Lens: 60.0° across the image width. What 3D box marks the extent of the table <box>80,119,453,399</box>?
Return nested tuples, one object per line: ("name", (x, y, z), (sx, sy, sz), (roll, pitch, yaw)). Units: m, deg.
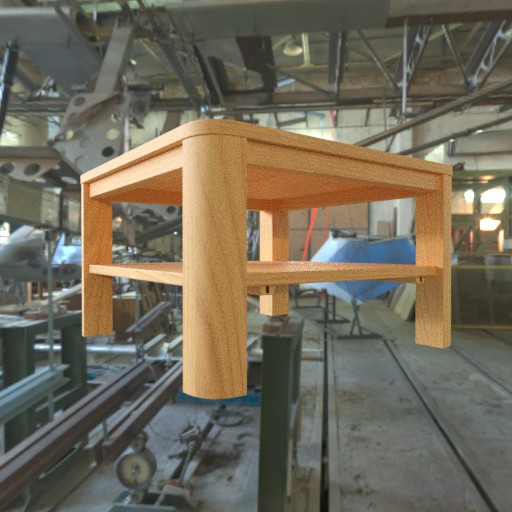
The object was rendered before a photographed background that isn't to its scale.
("table", (0.000, 0.000, 1.207), (0.750, 0.450, 0.750), (-1, 1, -36))
